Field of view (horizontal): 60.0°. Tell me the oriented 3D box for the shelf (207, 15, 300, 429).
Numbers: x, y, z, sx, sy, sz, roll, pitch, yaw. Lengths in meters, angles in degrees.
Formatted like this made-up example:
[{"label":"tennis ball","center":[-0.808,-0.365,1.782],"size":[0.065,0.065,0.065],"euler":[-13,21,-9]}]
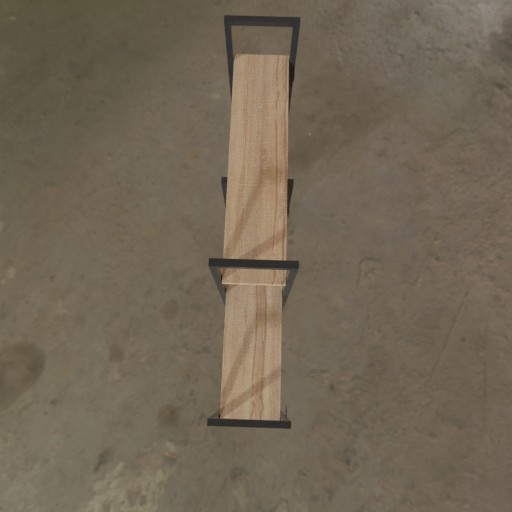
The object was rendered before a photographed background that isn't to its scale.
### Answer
[{"label":"shelf","center":[0.000,0.000,1.379],"size":[0.183,0.921,0.946],"euler":[2,74,0]}]
